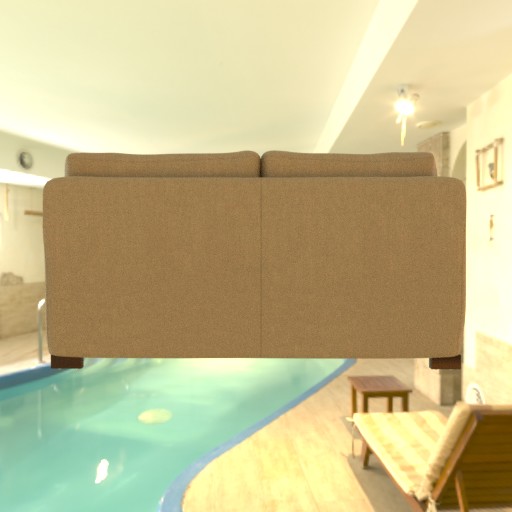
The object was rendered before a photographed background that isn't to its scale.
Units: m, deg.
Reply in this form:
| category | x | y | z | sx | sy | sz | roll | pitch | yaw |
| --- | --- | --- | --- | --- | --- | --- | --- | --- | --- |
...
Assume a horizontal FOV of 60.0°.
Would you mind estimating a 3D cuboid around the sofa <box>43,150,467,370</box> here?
| category | x | y | z | sx | sy | sz | roll | pitch | yaw |
| --- | --- | --- | --- | --- | --- | --- | --- | --- | --- |
| sofa | 0.000 | 0.000 | 2.376 | 1.855 | 0.980 | 0.962 | 0 | 1 | 0 |
